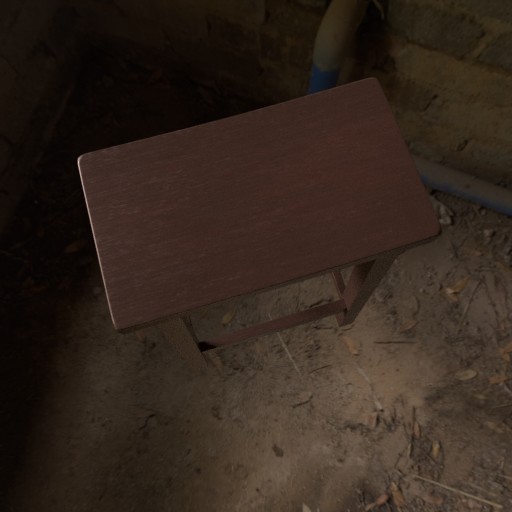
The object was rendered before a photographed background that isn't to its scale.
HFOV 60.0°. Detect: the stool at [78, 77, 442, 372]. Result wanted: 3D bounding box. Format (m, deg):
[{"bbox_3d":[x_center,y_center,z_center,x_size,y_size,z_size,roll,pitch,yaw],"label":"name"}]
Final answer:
[{"bbox_3d":[0.000,0.000,0.839,0.406,0.610,0.322,-16,76,-4],"label":"stool"}]
